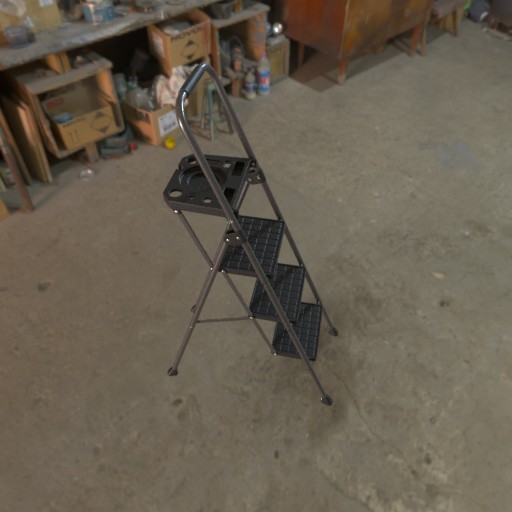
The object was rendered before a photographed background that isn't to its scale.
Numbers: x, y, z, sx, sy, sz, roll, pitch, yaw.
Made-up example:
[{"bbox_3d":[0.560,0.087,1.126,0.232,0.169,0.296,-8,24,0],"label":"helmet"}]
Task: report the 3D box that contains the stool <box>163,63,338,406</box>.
[{"bbox_3d":[0.000,0.000,1.592,0.733,1.277,0.396,8,47,8],"label":"stool"}]
